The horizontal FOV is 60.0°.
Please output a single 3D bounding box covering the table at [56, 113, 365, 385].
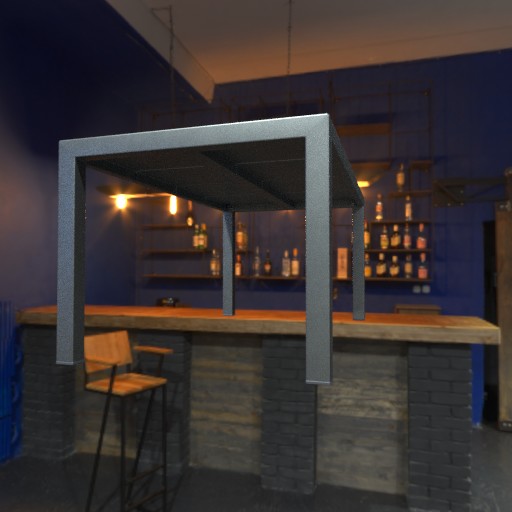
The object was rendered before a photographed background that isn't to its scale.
[{"bbox_3d":[0.000,0.000,1.288,0.559,0.460,0.965,0,-1,17],"label":"table"}]
